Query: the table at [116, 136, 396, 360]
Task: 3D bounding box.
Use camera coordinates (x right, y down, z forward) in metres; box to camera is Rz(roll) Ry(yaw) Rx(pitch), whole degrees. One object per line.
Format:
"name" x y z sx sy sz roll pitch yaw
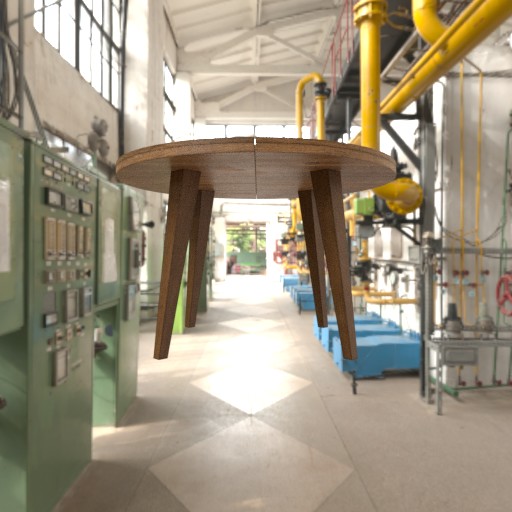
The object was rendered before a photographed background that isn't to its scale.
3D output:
"table" 0.000 0.000 2.014 1.213 0.764 1.213 0 0 0
